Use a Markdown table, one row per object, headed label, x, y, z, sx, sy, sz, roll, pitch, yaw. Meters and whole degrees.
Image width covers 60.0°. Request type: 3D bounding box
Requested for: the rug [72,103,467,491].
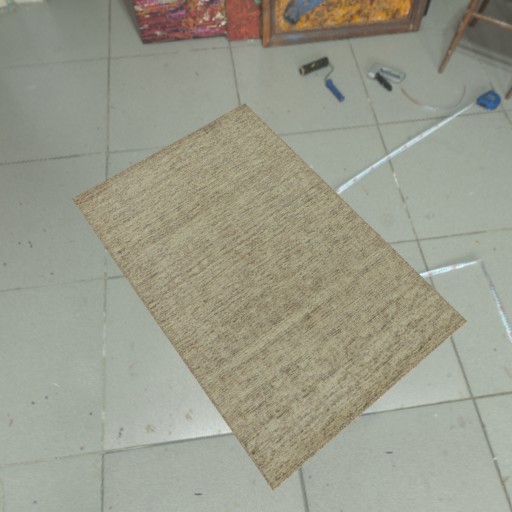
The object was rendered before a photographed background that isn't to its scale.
| label | x | y | z | sx | sy | sz | roll | pitch | yaw |
| --- | --- | --- | --- | --- | --- | --- | --- | --- | --- |
| rug | 0.000 | 0.000 | 2.327 | 1.211 | 0.018 | 1.822 | -34 | 68 | -16 |
